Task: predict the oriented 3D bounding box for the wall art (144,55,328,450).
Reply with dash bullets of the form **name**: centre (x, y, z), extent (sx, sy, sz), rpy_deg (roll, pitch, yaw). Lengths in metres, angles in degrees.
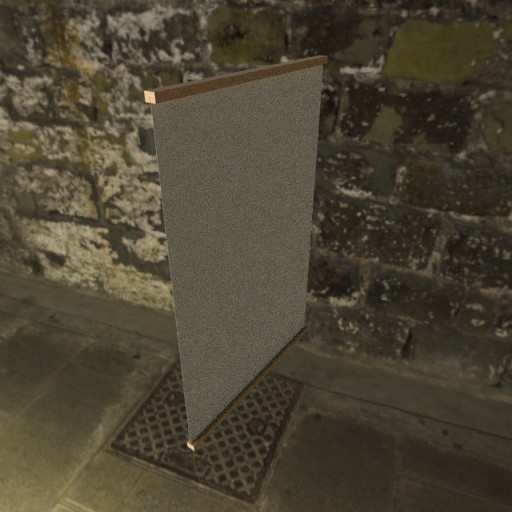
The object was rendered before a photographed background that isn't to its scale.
- **wall art**: centre (0.000, 0.000, 1.304), extent (0.027, 1.020, 0.669), rpy_deg (20, 36, 30)
